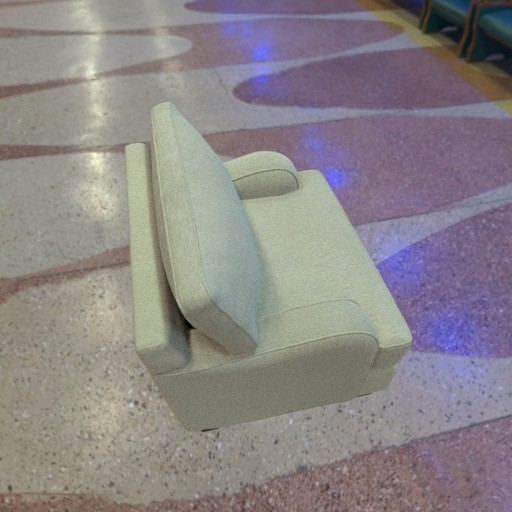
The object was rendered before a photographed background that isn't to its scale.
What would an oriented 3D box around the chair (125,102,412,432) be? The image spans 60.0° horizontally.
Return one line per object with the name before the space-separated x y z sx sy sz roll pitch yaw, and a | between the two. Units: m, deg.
chair | 0.000 0.000 2.052 1.041 1.016 1.220 -10 47 -9
